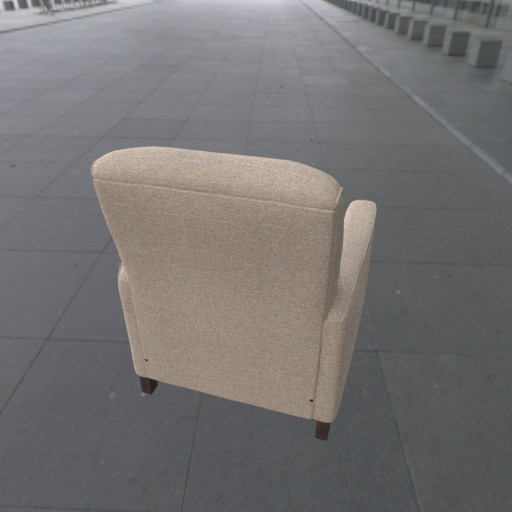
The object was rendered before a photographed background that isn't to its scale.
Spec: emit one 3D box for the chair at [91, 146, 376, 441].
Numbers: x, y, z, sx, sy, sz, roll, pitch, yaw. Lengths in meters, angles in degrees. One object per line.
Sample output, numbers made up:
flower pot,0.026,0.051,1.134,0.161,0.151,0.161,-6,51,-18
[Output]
chair,0.000,0.000,1.691,0.841,1.028,0.858,9,33,14
